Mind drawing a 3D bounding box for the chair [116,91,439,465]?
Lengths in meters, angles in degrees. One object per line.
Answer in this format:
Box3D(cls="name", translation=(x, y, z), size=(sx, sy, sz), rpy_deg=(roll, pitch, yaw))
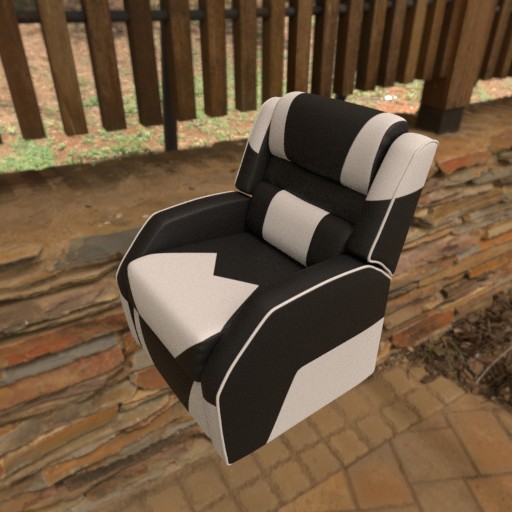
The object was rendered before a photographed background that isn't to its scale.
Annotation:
Box3D(cls="chair", translation=(0.000, 0.000, 1.301), size=(0.672, 0.805, 0.620), rpy_deg=(-21, 37, -30))
